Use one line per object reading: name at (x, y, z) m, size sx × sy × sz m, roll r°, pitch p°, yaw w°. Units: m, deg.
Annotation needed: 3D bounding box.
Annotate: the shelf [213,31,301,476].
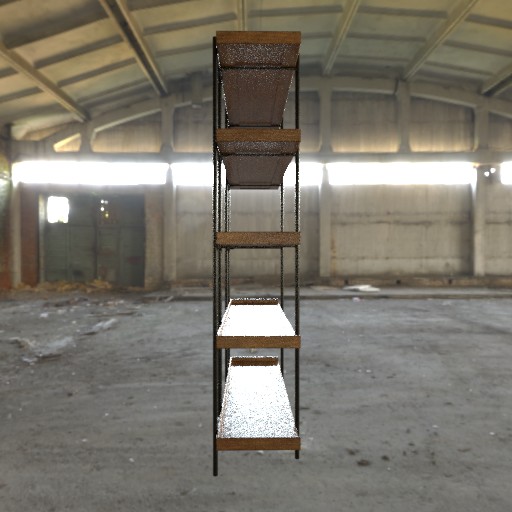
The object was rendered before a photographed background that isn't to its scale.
shelf at (0.000, 0.000, 2.456) m, size 0.379 × 1.826 × 1.371 m, roll 0°, pitch 1°, yaw -1°
